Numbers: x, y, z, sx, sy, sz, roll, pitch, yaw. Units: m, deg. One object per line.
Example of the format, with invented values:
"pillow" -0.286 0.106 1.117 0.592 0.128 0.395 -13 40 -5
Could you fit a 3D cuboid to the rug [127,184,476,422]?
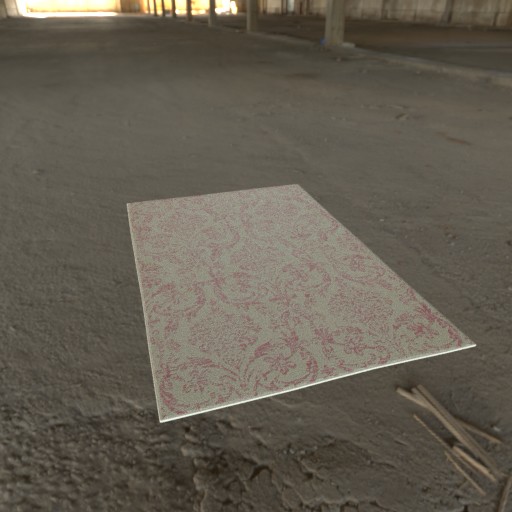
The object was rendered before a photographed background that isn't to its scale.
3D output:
"rug" 0.000 0.000 3.469 1.819 0.018 2.746 -9 31 -15
